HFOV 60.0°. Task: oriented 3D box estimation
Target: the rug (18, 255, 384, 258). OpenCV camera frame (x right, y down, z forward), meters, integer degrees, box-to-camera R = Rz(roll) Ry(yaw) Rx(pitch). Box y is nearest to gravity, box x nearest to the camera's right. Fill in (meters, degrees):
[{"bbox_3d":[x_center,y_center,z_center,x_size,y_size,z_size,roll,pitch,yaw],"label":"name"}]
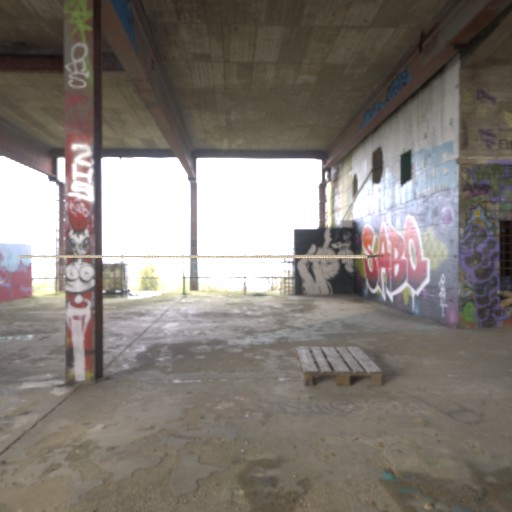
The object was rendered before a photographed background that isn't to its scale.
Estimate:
[{"bbox_3d":[0.000,0.000,2.272,1.219,0.010,1.829,0,0,17],"label":"rug"}]
